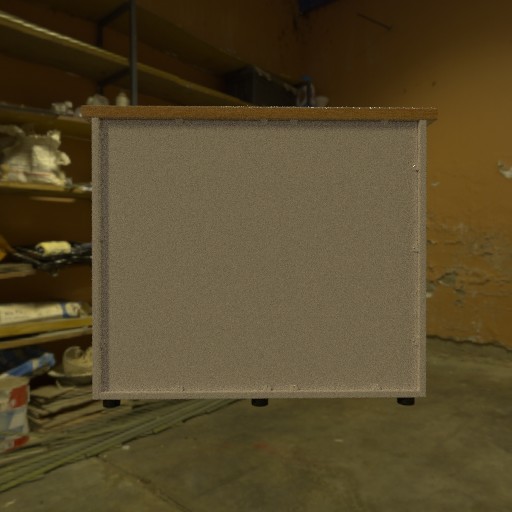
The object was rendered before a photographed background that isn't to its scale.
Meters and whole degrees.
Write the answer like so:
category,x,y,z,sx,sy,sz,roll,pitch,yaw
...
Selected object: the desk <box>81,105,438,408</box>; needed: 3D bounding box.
category,x,y,z,sx,sy,sz,roll,pitch,yaw
desk,0.000,0.000,1.705,0.900,0.760,1.170,0,0,-1
